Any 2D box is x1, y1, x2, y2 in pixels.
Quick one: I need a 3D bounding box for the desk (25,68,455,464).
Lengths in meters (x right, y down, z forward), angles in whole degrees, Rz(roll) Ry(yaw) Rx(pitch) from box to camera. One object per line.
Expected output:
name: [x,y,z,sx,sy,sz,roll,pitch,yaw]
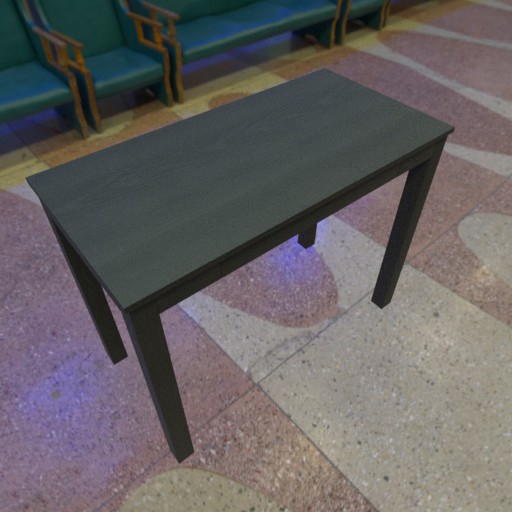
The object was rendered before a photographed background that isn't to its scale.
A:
desk: [0.000,0.000,1.394,0.991,0.762,0.499,-30,52,-26]
